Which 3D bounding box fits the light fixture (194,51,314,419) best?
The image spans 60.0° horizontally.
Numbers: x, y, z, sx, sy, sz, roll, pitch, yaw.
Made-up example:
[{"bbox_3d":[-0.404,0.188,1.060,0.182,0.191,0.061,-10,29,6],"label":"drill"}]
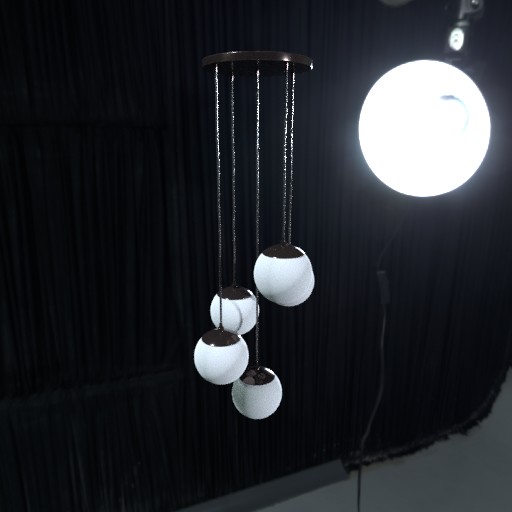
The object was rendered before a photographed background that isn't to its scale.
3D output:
[{"bbox_3d":[0.000,0.000,1.562,0.484,1.271,0.489,-7,16,-24],"label":"light fixture"}]
